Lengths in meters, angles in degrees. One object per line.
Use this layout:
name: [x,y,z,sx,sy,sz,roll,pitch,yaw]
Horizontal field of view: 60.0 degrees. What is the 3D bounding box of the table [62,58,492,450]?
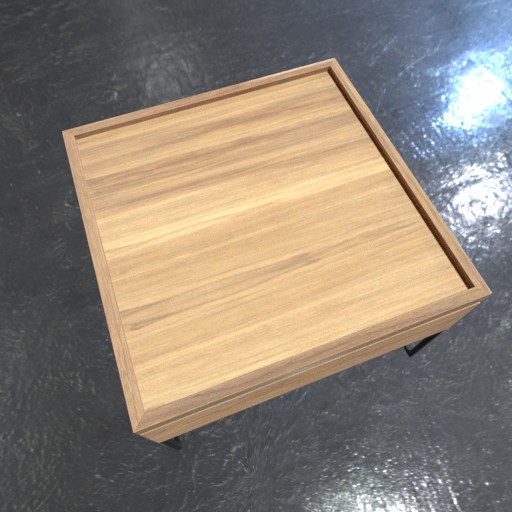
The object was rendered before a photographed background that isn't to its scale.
table: [0.000,0.000,1.112,0.679,0.464,0.676,-19,64,-9]
